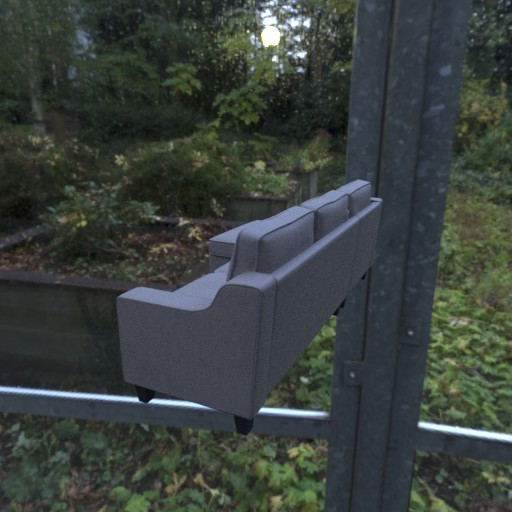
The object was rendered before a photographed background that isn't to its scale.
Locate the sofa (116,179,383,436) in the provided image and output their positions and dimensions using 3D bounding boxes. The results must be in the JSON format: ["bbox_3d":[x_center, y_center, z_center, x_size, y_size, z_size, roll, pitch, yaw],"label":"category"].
[{"bbox_3d":[0.000,0.000,3.175,1.294,0.928,2.561,8,18,25],"label":"sofa"}]
